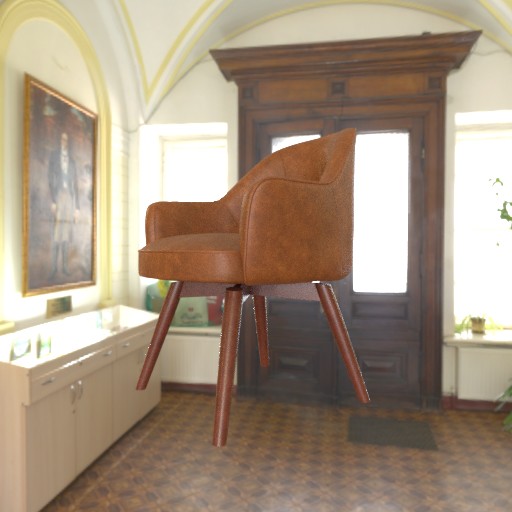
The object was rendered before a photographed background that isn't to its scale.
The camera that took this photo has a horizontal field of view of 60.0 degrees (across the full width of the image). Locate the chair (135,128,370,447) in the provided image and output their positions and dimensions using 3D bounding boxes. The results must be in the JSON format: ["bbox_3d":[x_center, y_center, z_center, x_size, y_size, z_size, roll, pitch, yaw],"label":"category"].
[{"bbox_3d":[0.000,0.000,1.247,0.640,0.777,0.591,-1,1,-35],"label":"chair"}]
